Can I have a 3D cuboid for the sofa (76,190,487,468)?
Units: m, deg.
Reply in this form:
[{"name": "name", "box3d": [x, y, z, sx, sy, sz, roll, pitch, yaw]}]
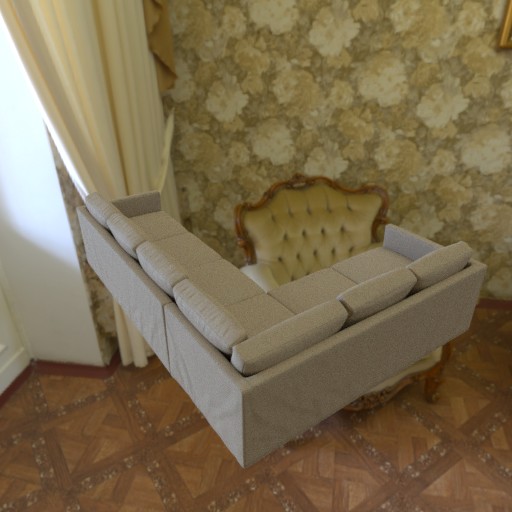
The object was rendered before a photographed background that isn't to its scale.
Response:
[{"name": "sofa", "box3d": [0.000, 0.000, 4.272, 2.432, 0.871, 3.182, -19, 34, -30]}]
